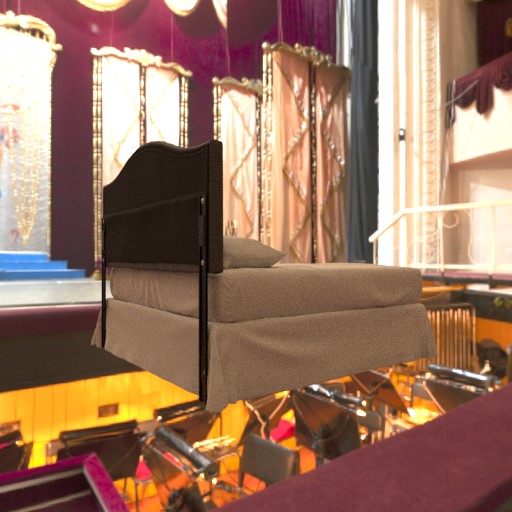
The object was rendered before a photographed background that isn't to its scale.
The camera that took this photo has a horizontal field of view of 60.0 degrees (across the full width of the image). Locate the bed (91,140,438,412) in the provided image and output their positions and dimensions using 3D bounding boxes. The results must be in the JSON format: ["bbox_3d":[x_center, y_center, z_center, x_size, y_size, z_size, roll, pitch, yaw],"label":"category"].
[{"bbox_3d":[0.000,0.000,3.860,2.219,1.651,2.314,0,0,-36],"label":"bed"}]
